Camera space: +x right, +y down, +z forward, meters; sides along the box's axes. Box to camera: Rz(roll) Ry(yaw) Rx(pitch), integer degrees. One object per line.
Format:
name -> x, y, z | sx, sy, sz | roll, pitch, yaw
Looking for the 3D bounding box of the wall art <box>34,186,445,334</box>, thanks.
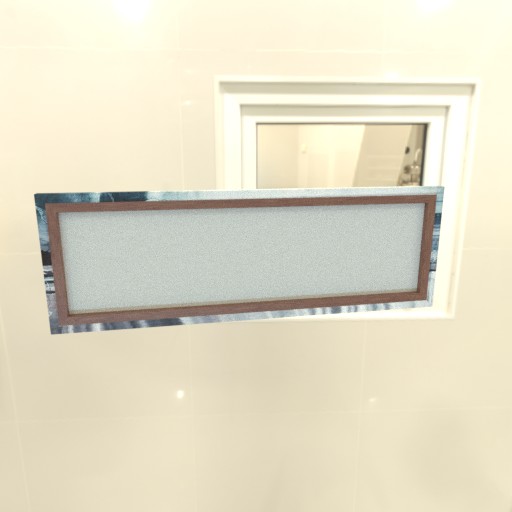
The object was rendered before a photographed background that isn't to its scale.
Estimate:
wall art -> 0.000, 0.000, 1.705 | 1.524, 0.509, 0.037 | -3, 14, -11
